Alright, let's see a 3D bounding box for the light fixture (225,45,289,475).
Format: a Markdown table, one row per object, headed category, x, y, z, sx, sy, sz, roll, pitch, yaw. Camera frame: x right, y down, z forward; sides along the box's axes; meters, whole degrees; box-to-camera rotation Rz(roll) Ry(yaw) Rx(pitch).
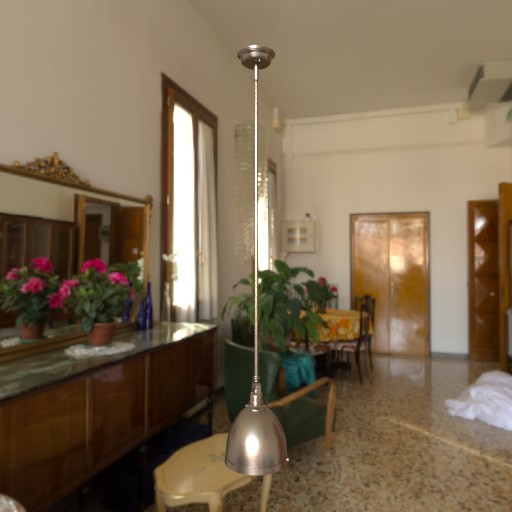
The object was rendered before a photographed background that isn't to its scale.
| category | x | y | z | sx | sy | sz | roll | pitch | yaw |
| --- | --- | --- | --- | --- | --- | --- | --- | --- | --- |
| light fixture | 0.000 | 0.000 | 1.497 | 0.211 | 1.367 | 0.217 | 0 | -1 | -18 |
